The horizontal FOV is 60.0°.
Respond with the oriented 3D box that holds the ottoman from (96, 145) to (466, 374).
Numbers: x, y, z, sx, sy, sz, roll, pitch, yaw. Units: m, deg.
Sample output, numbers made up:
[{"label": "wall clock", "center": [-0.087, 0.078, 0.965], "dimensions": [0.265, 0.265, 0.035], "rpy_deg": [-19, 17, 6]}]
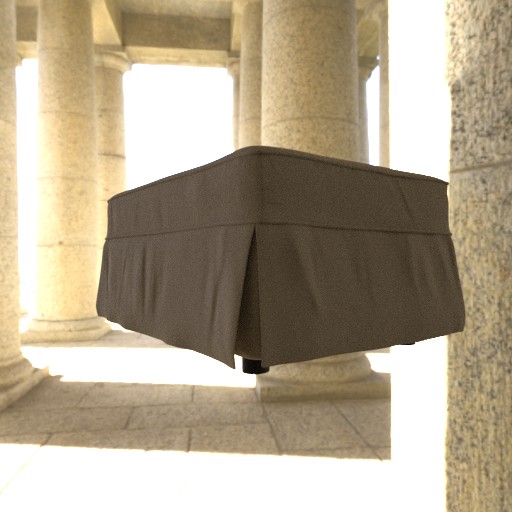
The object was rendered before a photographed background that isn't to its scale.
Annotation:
[{"label": "ottoman", "center": [0.000, 0.000, 1.339], "dimensions": [0.721, 0.482, 0.959], "rpy_deg": [0, 0, -35]}]
